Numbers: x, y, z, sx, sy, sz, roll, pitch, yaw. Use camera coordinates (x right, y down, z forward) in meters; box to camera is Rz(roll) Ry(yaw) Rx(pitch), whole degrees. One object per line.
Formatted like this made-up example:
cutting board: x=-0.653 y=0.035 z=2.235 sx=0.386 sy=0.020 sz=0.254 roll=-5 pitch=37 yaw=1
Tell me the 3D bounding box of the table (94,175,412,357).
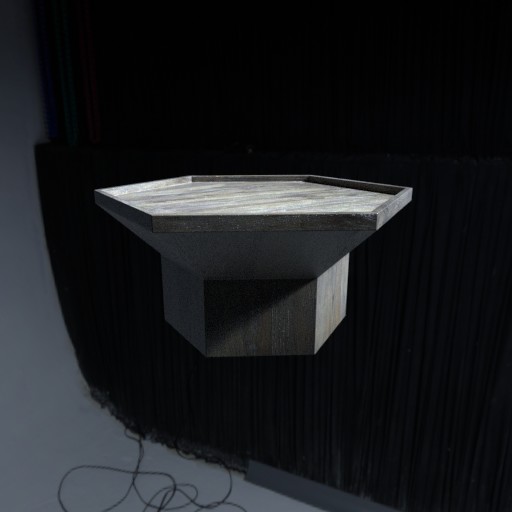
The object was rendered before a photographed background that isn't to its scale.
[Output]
table: x=0.000 y=0.000 z=1.618 sx=0.966 sy=0.488 sz=1.115 roll=8 pitch=18 yaw=26
